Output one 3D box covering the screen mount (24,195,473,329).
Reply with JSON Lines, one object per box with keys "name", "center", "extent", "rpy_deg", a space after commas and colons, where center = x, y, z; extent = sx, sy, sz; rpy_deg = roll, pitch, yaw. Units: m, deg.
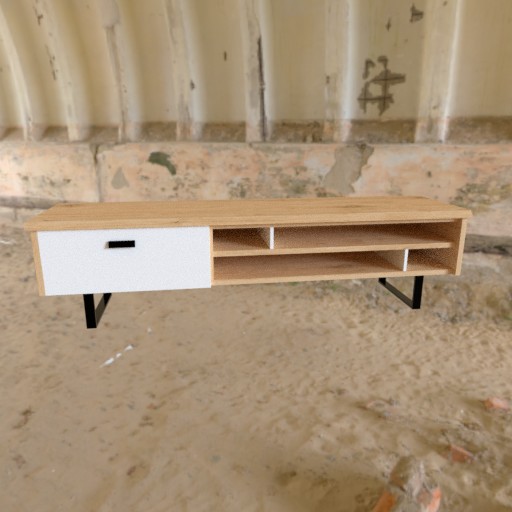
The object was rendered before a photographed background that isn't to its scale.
{"name": "screen mount", "center": [0.000, 0.000, 1.926], "extent": [1.700, 0.430, 0.450], "rpy_deg": [-2, 16, -8]}
